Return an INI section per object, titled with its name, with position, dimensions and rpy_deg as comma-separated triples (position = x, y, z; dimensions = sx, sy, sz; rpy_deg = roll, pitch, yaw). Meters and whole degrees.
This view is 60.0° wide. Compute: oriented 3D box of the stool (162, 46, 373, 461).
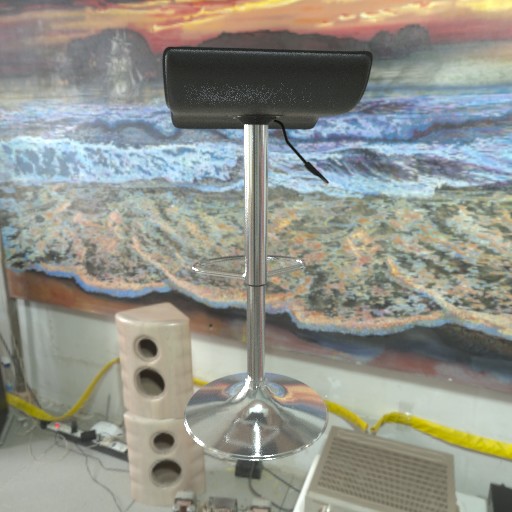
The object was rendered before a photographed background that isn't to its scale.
[stool]
position = 0.000, 0.000, 1.064
dimensions = 0.381, 0.851, 0.381
rpy_deg = -2, 15, -8
